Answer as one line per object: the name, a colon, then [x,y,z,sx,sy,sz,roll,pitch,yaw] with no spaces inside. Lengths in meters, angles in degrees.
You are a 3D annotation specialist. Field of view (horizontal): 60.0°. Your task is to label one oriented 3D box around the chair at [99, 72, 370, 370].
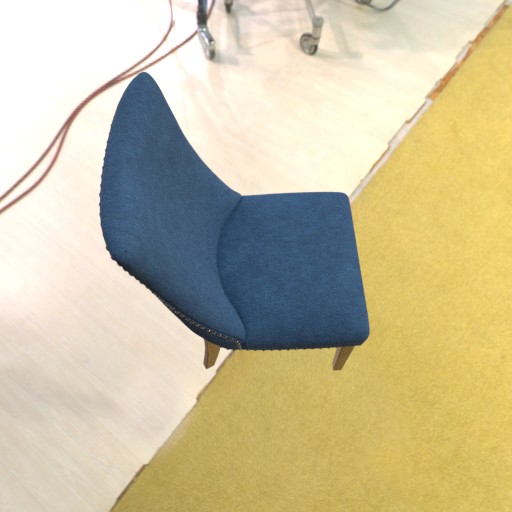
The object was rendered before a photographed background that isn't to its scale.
chair: [0.000,0.000,1.264,0.610,0.902,0.495,-2,62,-1]
